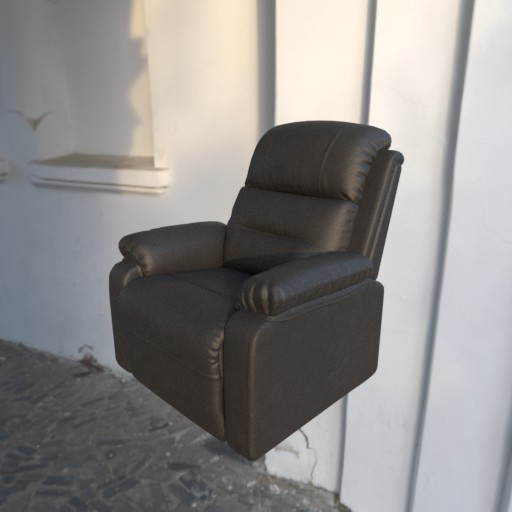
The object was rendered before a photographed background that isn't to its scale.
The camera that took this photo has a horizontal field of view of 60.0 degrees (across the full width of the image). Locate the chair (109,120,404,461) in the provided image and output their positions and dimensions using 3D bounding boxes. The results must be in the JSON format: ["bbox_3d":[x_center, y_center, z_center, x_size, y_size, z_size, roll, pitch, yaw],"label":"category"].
[{"bbox_3d":[0.000,0.000,1.690,0.855,0.992,0.919,16,23,42],"label":"chair"}]
